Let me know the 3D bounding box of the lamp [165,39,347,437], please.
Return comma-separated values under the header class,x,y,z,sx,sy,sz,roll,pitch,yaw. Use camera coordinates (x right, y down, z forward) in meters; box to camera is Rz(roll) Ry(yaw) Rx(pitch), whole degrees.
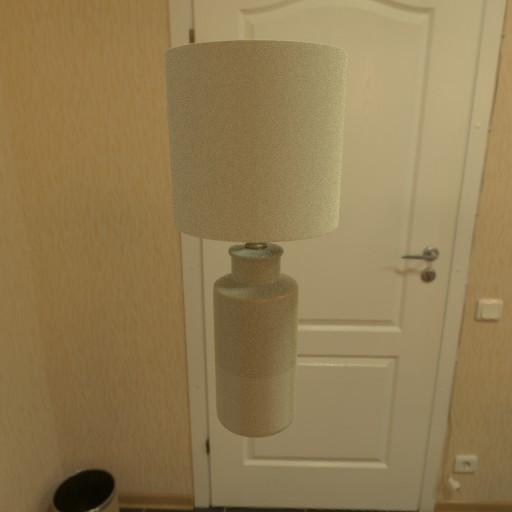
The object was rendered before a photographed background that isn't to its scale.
class,x,y,z,sx,sy,sz,roll,pitch,yaw
lamp,0.000,0.000,0.593,0.212,0.493,0.212,-8,19,-26
